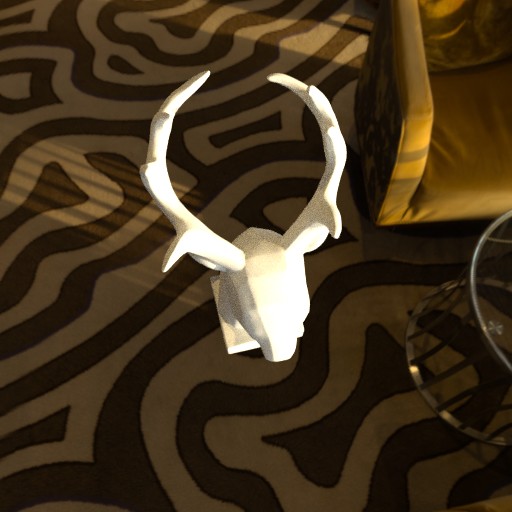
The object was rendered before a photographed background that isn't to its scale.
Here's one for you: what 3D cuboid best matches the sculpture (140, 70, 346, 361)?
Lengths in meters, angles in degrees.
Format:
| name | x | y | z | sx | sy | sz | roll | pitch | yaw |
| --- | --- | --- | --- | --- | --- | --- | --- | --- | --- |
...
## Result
| name | x | y | z | sx | sy | sz | roll | pitch | yaw |
| --- | --- | --- | --- | --- | --- | --- | --- | --- | --- |
| sculpture | 0.000 | 0.000 | 0.466 | 0.174 | 0.329 | 0.224 | -13 | 64 | -6 |
